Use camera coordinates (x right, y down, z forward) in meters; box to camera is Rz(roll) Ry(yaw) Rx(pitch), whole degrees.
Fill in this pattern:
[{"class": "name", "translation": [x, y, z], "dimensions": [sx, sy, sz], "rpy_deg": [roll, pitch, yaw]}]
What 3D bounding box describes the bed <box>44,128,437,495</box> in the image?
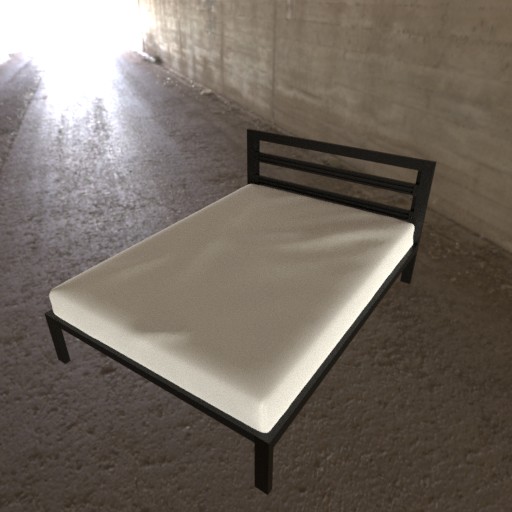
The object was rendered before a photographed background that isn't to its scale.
[{"class": "bed", "translation": [0.000, 0.000, 2.834], "dimensions": [1.524, 0.967, 2.062], "rpy_deg": [19, 35, 29]}]
